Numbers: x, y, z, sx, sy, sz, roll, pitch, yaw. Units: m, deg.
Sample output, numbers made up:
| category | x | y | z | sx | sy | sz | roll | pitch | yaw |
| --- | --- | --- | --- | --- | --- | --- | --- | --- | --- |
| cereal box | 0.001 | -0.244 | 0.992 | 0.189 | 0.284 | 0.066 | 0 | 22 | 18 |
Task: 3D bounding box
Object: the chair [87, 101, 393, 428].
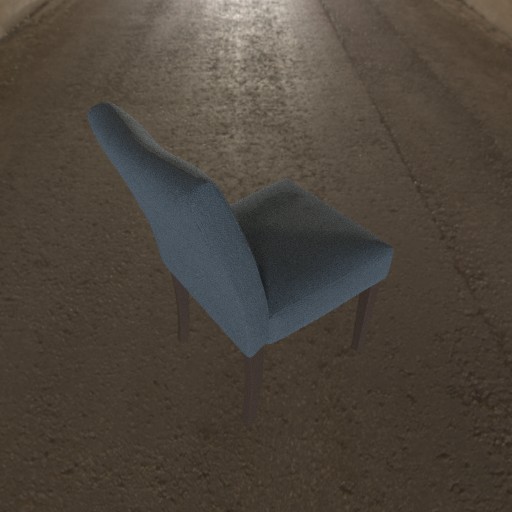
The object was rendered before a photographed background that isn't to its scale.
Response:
| category | x | y | z | sx | sy | sz | roll | pitch | yaw |
| --- | --- | --- | --- | --- | --- | --- | --- | --- | --- |
| chair | 0.000 | 0.000 | 1.244 | 0.629 | 0.882 | 0.487 | -27 | 48 | -27 |
